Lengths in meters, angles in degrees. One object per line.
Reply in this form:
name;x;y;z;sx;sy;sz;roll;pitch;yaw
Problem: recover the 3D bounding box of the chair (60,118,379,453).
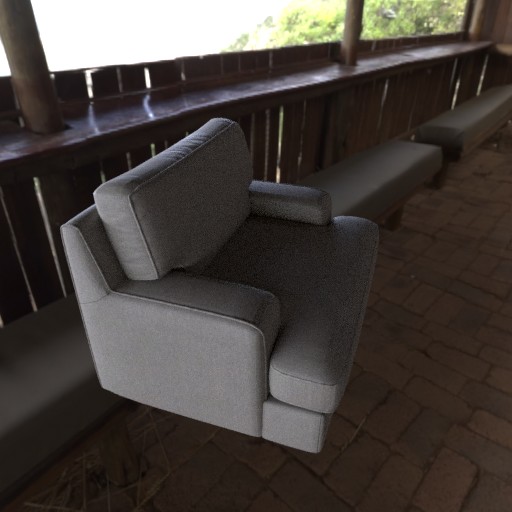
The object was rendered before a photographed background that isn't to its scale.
chair;0.000;0.000;2.029;1.043;0.974;1.270;10;33;16
